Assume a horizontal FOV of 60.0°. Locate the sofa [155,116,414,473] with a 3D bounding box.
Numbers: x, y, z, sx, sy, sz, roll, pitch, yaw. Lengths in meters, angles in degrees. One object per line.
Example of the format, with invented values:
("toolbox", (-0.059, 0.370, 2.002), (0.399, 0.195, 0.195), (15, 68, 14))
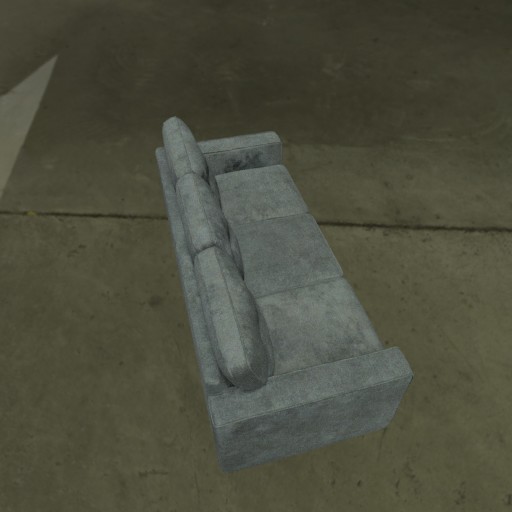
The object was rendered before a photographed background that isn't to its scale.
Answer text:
("sofa", (0.000, 0.000, 2.706), (0.939, 0.965, 2.133), (-11, 48, -11))
